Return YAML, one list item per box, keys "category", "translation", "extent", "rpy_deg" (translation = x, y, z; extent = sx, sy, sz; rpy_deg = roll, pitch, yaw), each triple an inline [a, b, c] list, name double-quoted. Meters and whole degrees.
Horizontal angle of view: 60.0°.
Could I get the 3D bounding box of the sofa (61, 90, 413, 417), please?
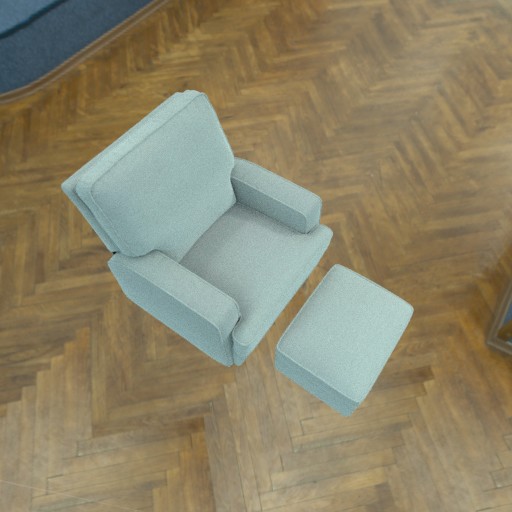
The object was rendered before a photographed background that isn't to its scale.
- category: "sofa"
  translation: [0.000, 0.000, 2.074]
  extent: [1.472, 0.959, 0.861]
  rpy_deg: [31, 63, 18]
